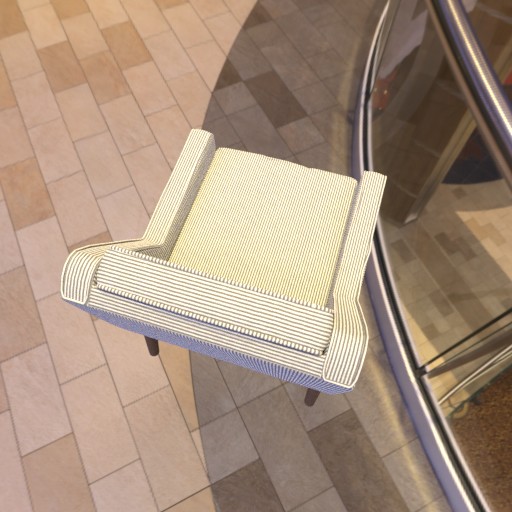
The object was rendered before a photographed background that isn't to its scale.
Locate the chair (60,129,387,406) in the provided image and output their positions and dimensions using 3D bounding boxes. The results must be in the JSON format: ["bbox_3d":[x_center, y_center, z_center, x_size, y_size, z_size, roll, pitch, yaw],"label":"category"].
[{"bbox_3d":[0.000,0.000,1.343,0.663,0.792,0.743,16,65,8],"label":"chair"}]
